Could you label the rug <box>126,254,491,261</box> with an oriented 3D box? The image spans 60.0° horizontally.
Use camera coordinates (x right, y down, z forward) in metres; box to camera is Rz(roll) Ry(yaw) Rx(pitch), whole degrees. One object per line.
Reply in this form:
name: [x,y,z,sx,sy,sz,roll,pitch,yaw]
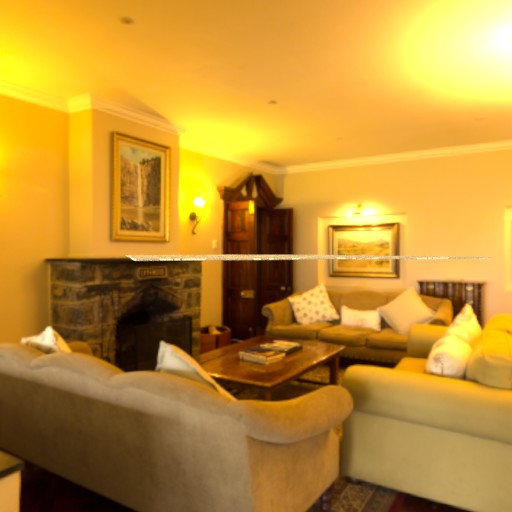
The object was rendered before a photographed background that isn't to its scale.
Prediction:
rug: [0.000,0.000,2.731,1.524,0.013,2.135,0,0,-17]
